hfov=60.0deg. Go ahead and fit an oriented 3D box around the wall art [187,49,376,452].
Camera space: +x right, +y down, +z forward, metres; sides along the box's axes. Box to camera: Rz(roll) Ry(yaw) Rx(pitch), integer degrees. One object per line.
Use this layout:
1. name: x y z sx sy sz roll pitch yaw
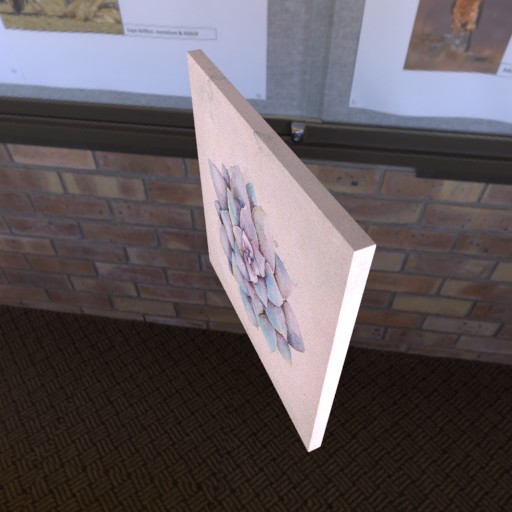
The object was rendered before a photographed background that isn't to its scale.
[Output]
1. wall art: 0.000 0.000 1.143 0.038 0.762 0.762 -18 49 -16
